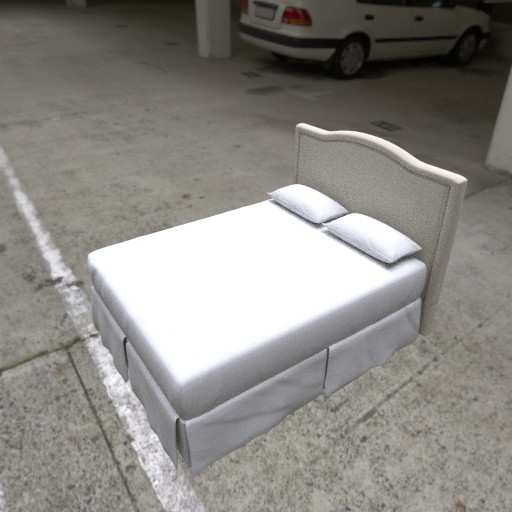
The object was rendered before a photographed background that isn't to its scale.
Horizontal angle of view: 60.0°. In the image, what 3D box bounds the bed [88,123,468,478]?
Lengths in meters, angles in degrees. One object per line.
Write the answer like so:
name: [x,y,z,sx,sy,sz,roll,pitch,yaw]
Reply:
bed: [0.000,0.000,3.265,2.196,1.449,1.741,-20,36,-29]
